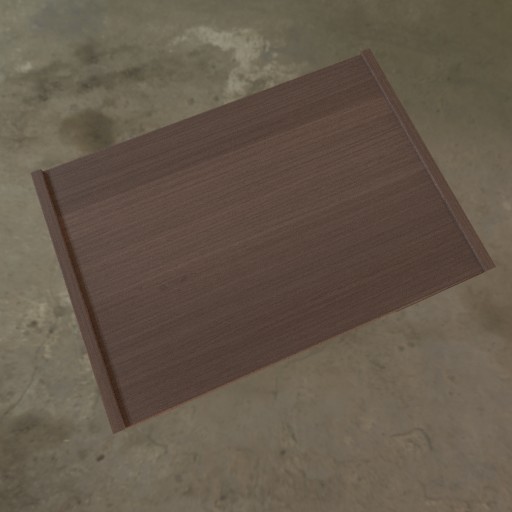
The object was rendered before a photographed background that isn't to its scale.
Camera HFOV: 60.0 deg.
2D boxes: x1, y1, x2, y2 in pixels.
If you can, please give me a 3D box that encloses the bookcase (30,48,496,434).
[{"bbox_3d":[0.000,0.000,0.618,0.415,0.305,0.290,-22,76,-6],"label":"bookcase"}]
